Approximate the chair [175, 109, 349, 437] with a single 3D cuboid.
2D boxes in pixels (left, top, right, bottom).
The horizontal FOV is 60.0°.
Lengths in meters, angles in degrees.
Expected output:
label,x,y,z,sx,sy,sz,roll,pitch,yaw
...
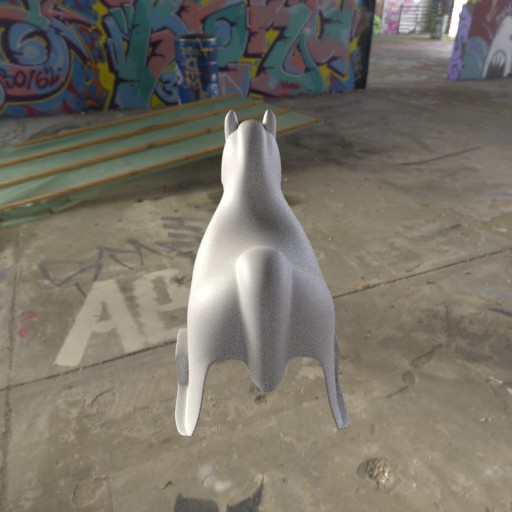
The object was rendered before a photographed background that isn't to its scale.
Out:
label,x,y,z,sx,sy,sz,roll,pitch,yaw
chair,0.000,0.000,1.132,0.429,0.612,0.800,-2,30,-3
